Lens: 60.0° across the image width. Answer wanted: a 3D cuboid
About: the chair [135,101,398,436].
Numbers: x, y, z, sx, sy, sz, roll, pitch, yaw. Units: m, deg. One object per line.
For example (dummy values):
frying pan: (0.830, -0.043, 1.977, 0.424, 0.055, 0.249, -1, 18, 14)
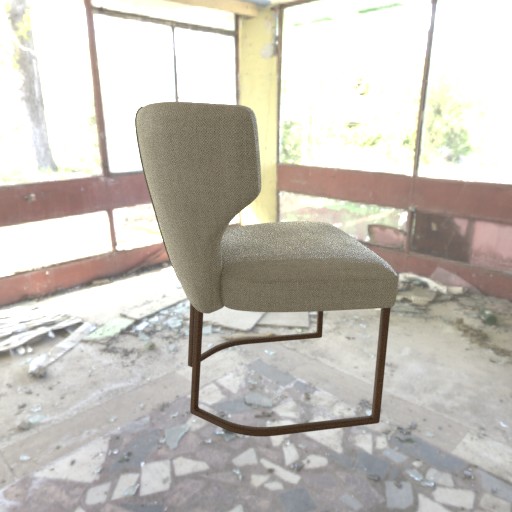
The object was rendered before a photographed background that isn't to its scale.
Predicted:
chair: (0.000, 0.000, 1.272, 0.617, 0.824, 0.611, -3, 17, -9)
